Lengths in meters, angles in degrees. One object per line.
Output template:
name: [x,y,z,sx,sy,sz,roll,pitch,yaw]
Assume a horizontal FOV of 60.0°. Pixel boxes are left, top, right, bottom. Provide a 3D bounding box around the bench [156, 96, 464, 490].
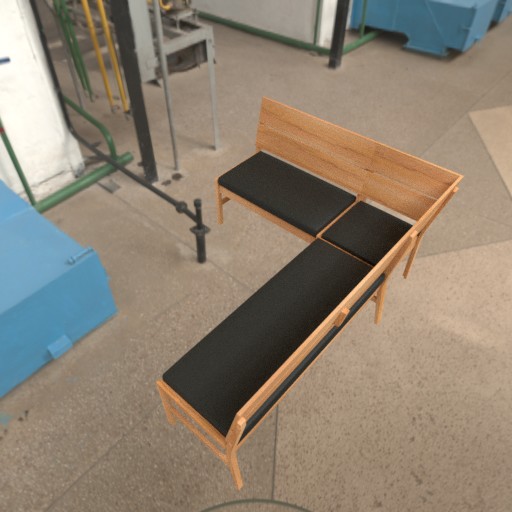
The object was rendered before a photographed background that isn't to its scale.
bench: [0.000,0.000,2.766,1.548,0.890,1.948,32,53,27]
